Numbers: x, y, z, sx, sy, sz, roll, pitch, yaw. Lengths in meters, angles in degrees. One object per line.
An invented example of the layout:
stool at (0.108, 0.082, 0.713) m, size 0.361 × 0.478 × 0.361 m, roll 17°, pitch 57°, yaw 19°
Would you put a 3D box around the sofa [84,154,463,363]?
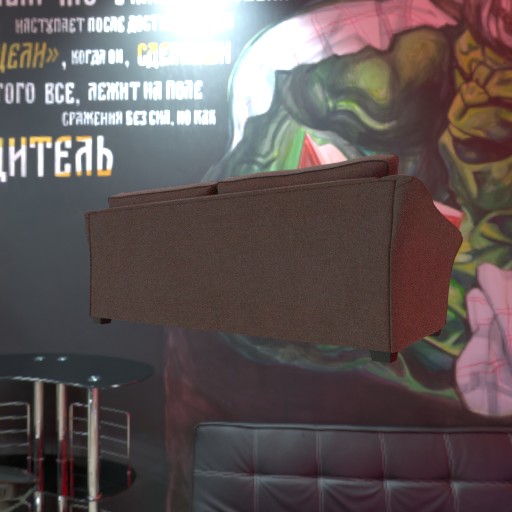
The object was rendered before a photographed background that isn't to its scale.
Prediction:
sofa at (0.000, 0.000, 2.767) m, size 2.270 × 0.906 × 0.986 m, roll -1°, pitch -1°, yaw 36°
